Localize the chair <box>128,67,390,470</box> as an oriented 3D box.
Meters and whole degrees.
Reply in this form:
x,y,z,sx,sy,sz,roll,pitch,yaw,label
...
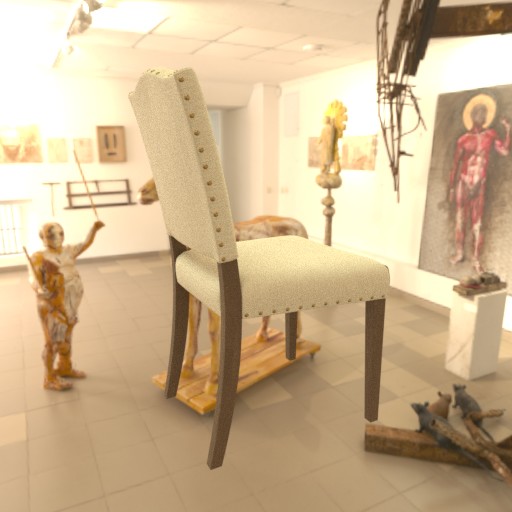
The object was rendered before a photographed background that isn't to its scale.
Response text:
x,y,z,sx,sy,sz,roll,pitch,yaw,label
0.000,0.000,1.337,0.619,1.015,0.508,-7,15,-27,chair
